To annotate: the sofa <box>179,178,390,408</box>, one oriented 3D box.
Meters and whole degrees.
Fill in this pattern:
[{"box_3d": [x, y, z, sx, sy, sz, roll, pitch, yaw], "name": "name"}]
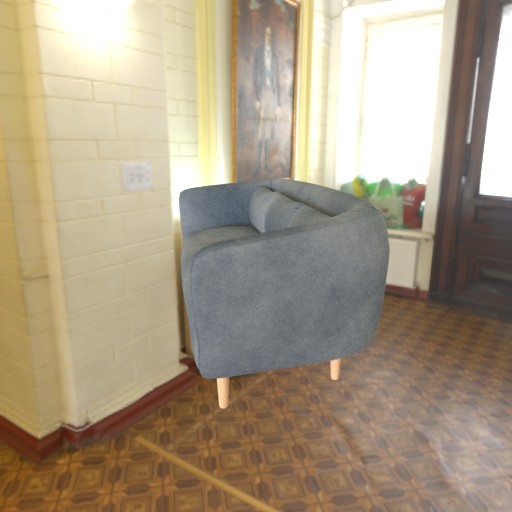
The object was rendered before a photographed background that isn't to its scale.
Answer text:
[{"box_3d": [0.000, 0.000, 2.546, 0.849, 0.795, 2.095, -3, 14, -10], "name": "sofa"}]
